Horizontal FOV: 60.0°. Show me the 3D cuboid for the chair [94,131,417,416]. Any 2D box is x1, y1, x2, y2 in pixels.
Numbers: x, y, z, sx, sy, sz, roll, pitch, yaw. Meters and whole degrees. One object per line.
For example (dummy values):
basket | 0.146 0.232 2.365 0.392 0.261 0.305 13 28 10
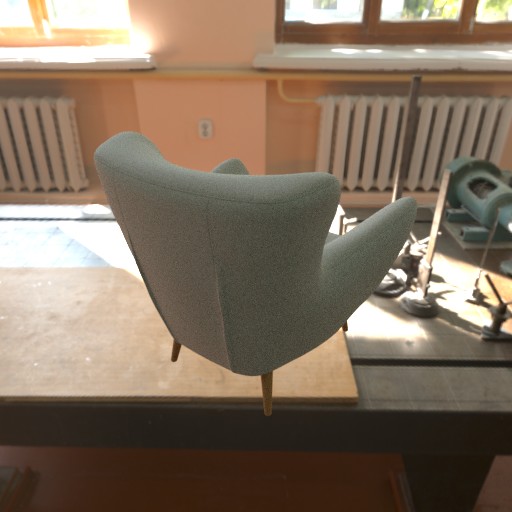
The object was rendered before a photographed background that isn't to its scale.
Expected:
chair | 0.000 0.000 1.625 0.890 0.889 0.889 19 35 31
